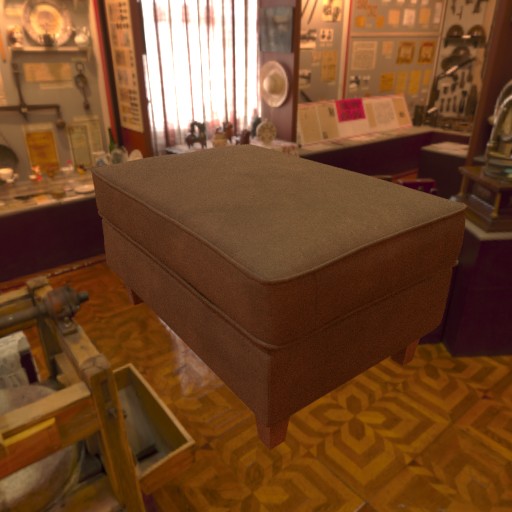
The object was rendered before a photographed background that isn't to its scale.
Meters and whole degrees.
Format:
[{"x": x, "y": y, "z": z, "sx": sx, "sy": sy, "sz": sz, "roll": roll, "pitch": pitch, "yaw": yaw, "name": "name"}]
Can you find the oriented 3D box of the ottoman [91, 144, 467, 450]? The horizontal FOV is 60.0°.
[{"x": 0.000, "y": 0.000, "z": 1.208, "sx": 0.596, "sy": 0.481, "sz": 0.860, "roll": -18, "pitch": 31, "yaw": -33, "name": "ottoman"}]
